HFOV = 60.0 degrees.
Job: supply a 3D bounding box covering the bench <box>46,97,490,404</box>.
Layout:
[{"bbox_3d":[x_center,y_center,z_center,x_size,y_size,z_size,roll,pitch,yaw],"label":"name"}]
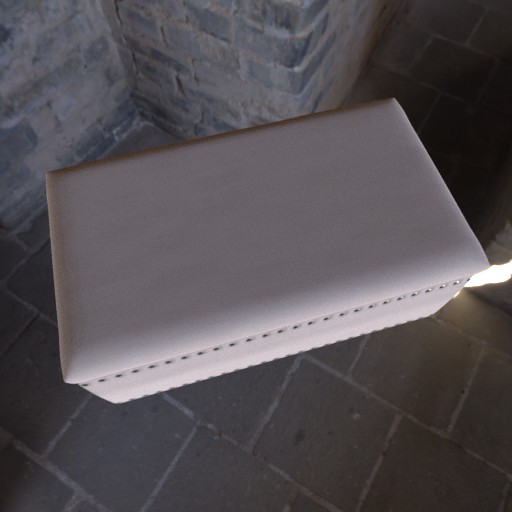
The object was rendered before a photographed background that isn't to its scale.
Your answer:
[{"bbox_3d":[0.000,0.000,1.153,0.887,0.449,0.500,-14,64,-7],"label":"bench"}]
